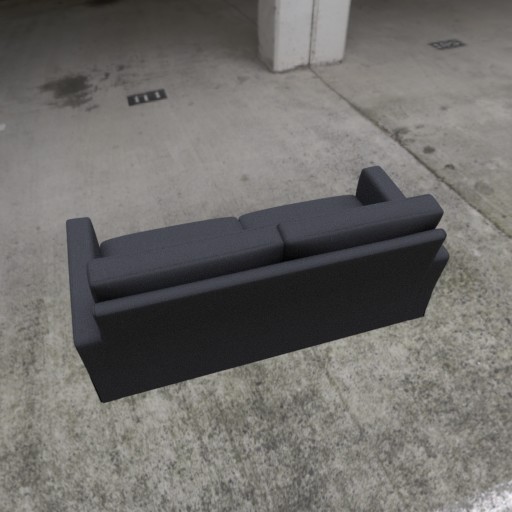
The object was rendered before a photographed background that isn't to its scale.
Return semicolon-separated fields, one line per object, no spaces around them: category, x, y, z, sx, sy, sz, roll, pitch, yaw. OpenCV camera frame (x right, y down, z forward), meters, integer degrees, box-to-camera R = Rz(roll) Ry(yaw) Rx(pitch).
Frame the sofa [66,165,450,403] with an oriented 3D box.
sofa;0.000;0.000;2.391;1.852;0.839;0.898;-12;42;-13
